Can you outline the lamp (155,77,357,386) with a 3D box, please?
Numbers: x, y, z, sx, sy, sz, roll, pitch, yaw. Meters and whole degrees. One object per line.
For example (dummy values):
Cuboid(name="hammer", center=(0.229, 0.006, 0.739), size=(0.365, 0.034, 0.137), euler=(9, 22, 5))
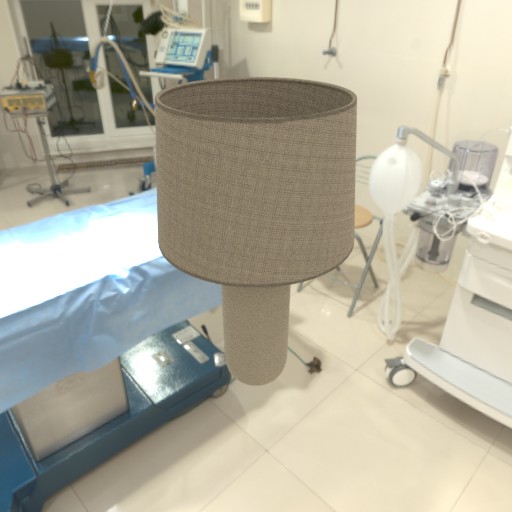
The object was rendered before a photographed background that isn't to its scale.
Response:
Cuboid(name="lamp", center=(0.000, 0.000, 0.869), size=(0.367, 0.609, 0.367), euler=(0, 31, 0))
